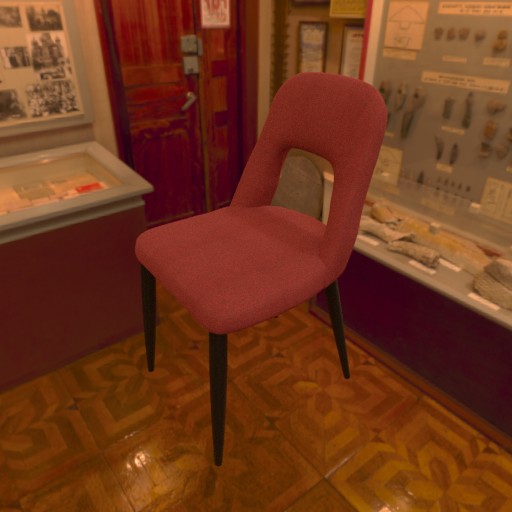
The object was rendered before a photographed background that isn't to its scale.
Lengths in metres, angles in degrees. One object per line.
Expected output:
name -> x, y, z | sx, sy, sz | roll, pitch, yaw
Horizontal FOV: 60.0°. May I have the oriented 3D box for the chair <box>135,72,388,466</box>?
chair -> 0.000, 0.000, 1.224 | 0.569, 0.892, 0.483 | -20, 36, -30
